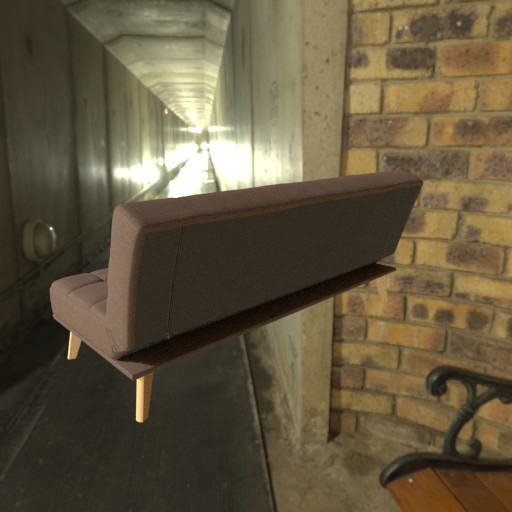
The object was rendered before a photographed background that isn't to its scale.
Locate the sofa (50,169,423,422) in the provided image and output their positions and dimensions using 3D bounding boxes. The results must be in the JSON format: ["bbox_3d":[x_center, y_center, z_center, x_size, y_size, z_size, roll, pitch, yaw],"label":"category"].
[{"bbox_3d":[0.000,0.000,2.275,1.800,0.810,0.860,-15,22,-42],"label":"sofa"}]
